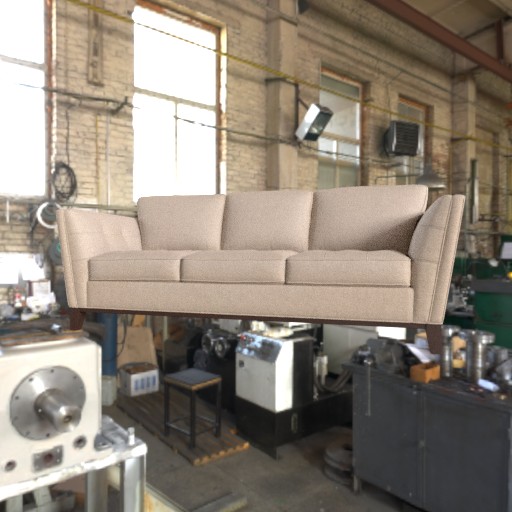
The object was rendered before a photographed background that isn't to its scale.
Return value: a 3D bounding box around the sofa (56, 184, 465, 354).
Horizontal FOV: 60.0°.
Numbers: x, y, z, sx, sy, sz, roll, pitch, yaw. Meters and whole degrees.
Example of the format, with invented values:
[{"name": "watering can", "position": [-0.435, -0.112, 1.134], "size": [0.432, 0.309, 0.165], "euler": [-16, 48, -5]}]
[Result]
[{"name": "sofa", "position": [0.000, 0.000, 2.914], "size": [2.388, 0.940, 0.965], "euler": [0, 1, 18]}]
